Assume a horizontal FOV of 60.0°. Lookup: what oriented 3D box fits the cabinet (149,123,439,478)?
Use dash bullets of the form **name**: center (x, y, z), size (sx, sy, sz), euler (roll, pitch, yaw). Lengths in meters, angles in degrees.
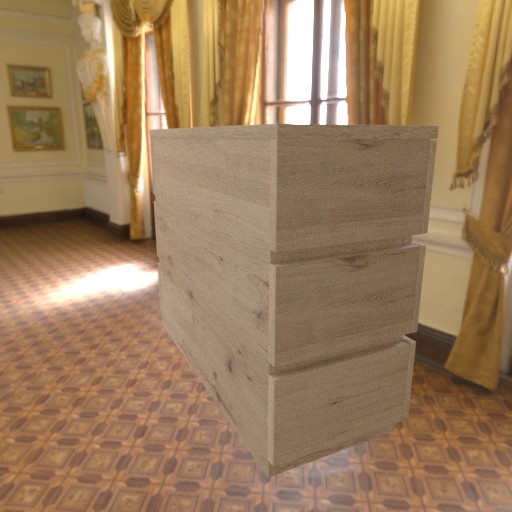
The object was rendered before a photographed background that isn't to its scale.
- **cabinet**: center (0.000, 0.000, 1.480), size (0.420, 0.820, 1.040), euler (-7, 17, -25)
